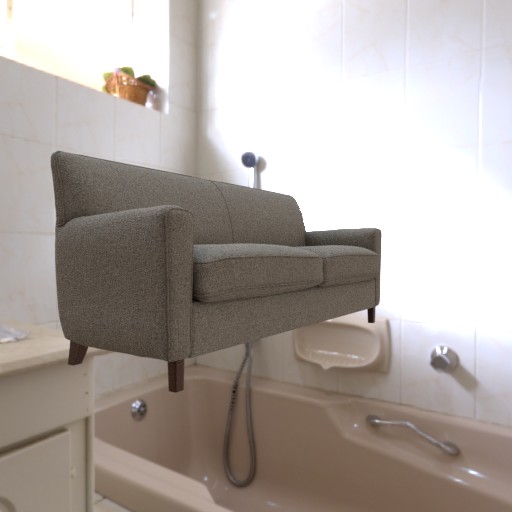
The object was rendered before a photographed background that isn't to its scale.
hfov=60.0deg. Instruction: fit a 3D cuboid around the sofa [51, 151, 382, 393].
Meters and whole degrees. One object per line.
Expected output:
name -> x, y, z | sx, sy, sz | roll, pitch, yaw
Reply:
sofa -> 0.000, 0.000, 2.518 | 0.854, 0.942, 2.026 | 1, 1, 36
